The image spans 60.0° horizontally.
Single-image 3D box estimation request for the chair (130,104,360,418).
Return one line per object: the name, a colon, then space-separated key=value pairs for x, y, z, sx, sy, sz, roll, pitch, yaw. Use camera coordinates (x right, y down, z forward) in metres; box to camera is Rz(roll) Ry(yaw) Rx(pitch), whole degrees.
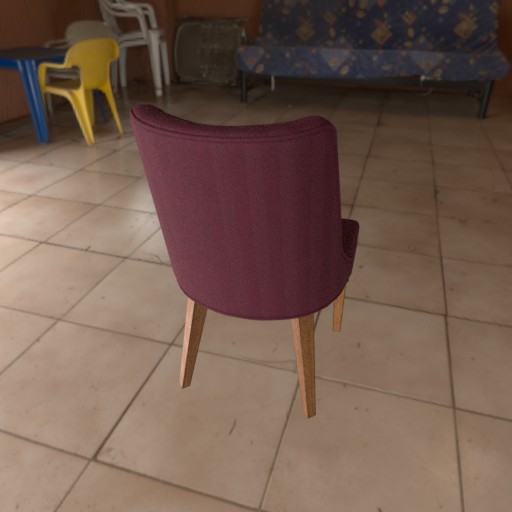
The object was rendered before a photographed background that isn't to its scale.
chair: x=0.000 y=0.000 z=1.286 sx=0.548 sy=0.916 sz=0.638 roll=9 pitch=32 yaw=14
